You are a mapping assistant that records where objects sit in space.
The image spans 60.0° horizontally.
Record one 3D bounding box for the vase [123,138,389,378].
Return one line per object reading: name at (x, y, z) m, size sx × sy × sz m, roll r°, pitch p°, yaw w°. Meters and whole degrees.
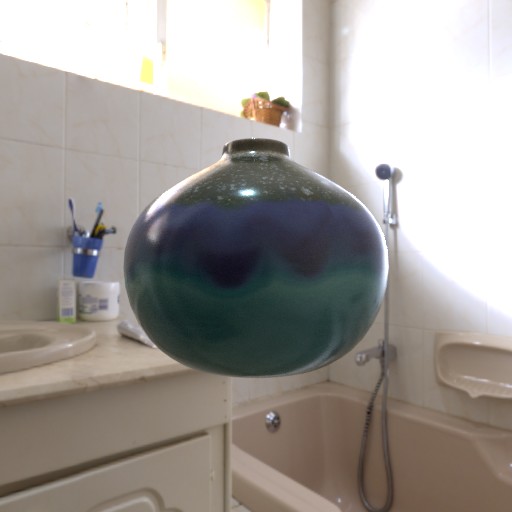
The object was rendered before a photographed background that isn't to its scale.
vase at (0.000, 0.000, 0.269) m, size 0.154 × 0.133 × 0.154 m, roll 0°, pitch -1°, yaw 0°
